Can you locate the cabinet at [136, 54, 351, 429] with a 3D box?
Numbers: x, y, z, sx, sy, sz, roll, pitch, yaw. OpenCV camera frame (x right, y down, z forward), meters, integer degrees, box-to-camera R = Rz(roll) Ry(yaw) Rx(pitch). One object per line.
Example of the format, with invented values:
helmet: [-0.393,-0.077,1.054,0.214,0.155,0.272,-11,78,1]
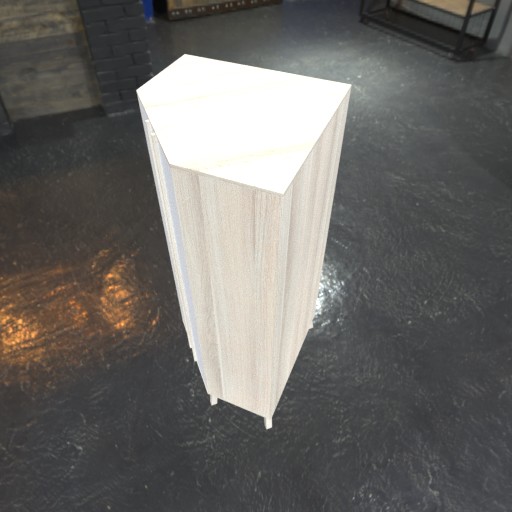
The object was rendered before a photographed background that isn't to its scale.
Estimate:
cabinet: [0.000,0.000,2.671,0.969,1.957,1.272,-16,48,-15]
